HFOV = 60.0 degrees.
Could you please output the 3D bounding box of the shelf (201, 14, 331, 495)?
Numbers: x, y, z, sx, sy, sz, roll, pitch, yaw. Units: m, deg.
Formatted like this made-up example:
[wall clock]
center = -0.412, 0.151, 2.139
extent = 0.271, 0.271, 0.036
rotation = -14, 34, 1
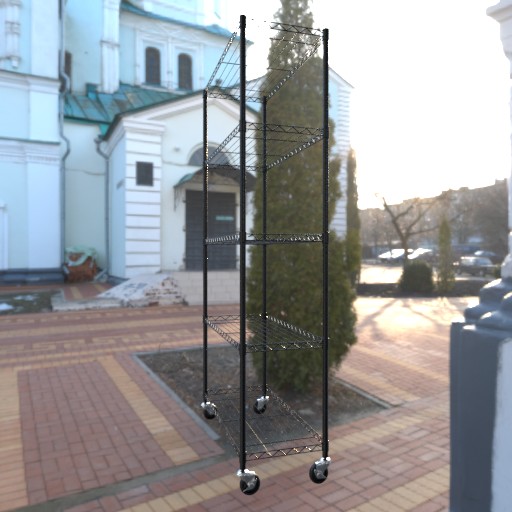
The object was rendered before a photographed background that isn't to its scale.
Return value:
[shelf]
center = 0.000, 0.000, 1.910
extent = 0.356, 1.645, 0.762
rotation = 0, 0, -17
